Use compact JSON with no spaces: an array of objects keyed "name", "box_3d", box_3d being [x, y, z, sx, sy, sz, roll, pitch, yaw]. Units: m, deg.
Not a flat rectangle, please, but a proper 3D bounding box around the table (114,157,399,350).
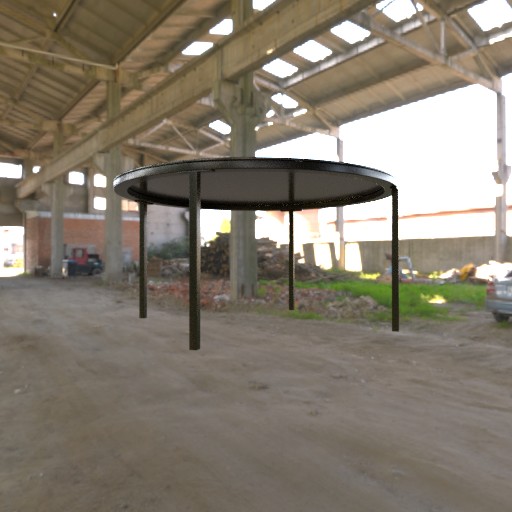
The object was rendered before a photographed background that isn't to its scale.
[{"name":"table","box_3d":[0.000,0.000,1.304,0.800,0.400,0.800,0,-1,0]}]
